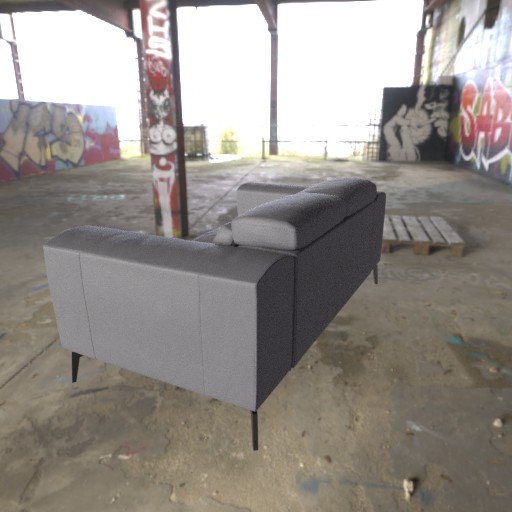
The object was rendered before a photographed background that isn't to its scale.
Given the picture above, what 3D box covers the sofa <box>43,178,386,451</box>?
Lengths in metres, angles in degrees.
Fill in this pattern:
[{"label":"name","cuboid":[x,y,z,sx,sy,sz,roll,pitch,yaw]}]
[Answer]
[{"label":"sofa","cuboid":[0.000,0.000,2.424,1.003,0.779,1.895,9,19,26]}]
